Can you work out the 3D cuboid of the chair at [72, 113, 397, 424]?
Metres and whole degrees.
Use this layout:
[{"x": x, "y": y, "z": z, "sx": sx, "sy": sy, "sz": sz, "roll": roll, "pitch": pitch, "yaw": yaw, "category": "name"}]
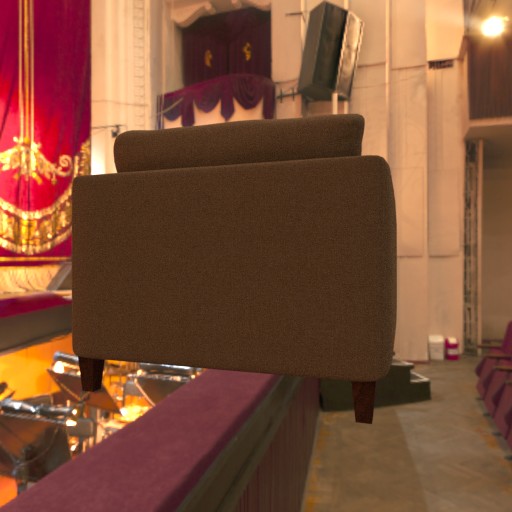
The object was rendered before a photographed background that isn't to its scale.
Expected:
[{"x": 0.000, "y": 0.000, "z": 1.836, "sx": 1.107, "sy": 0.963, "sz": 0.959, "roll": 0, "pitch": 0, "yaw": 18, "category": "chair"}]
